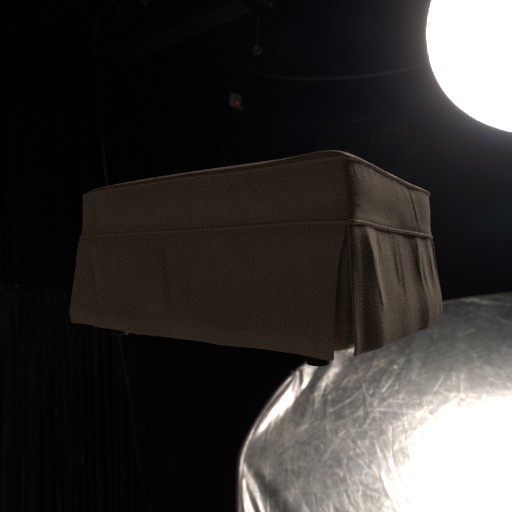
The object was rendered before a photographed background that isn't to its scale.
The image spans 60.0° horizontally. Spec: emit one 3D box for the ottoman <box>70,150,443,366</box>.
[{"bbox_3d":[0.000,0.000,1.369,0.959,0.482,0.721,-1,-1,36],"label":"ottoman"}]
